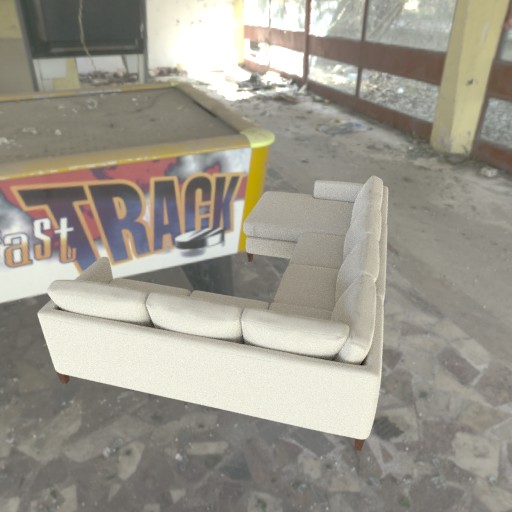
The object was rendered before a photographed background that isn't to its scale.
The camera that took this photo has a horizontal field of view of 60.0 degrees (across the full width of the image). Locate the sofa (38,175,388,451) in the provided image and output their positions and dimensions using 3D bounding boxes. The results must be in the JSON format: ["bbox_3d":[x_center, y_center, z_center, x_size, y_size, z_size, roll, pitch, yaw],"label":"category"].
[{"bbox_3d":[0.000,0.000,4.626,2.593,0.956,3.459,8,31,13],"label":"sofa"}]
